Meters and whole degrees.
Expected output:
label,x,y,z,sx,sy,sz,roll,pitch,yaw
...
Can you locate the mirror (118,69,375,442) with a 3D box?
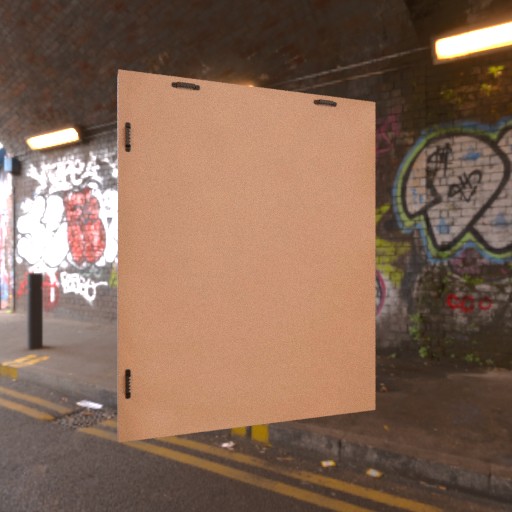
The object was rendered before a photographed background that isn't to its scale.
label,x,y,z,sx,sy,sz,roll,pitch,yaw
mirror,0.000,0.000,0.681,0.405,0.508,0.041,0,0,-18
